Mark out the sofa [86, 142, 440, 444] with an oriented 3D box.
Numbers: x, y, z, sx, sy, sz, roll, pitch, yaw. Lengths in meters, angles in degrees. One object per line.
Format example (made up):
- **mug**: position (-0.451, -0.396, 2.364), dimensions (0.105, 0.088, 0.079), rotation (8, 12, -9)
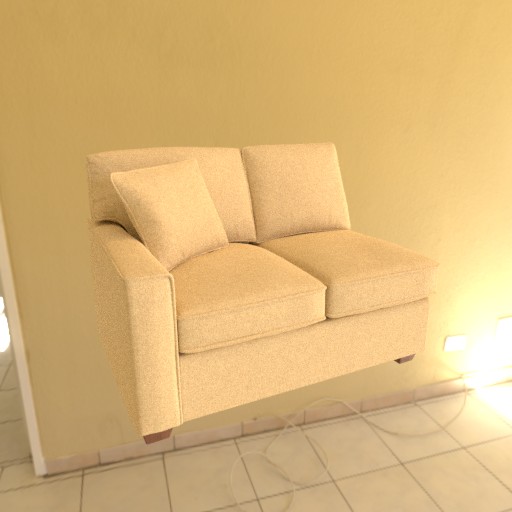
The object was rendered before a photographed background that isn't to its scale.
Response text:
- **sofa**: position (0.000, 0.000, 2.078), dimensions (1.388, 0.989, 0.991), rotation (-8, 19, -26)
